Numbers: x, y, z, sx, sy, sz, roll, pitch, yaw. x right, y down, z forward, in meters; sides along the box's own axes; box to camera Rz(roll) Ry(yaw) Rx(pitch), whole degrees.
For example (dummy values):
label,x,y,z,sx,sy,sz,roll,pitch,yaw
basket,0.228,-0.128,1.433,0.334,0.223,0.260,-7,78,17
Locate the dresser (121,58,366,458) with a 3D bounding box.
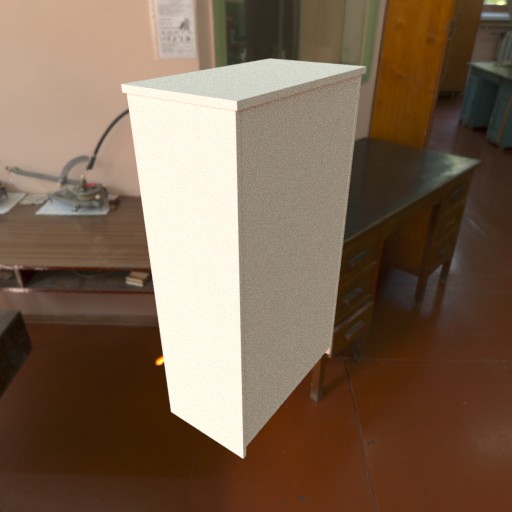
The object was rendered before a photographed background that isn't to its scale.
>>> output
label,x,y,z,sx,sy,sz,roll,pitch,yaw
dresser,0.000,0.000,1.637,0.399,1.255,0.704,20,36,30
